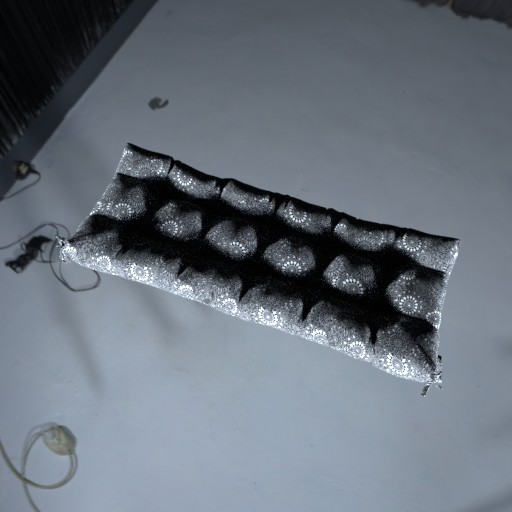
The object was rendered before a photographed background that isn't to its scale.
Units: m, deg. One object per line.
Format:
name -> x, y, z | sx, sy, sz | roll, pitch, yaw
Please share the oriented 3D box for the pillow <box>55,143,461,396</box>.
pillow -> 0.000, 0.000, 1.334 | 1.194, 0.174, 0.511 | 18, 64, 9
